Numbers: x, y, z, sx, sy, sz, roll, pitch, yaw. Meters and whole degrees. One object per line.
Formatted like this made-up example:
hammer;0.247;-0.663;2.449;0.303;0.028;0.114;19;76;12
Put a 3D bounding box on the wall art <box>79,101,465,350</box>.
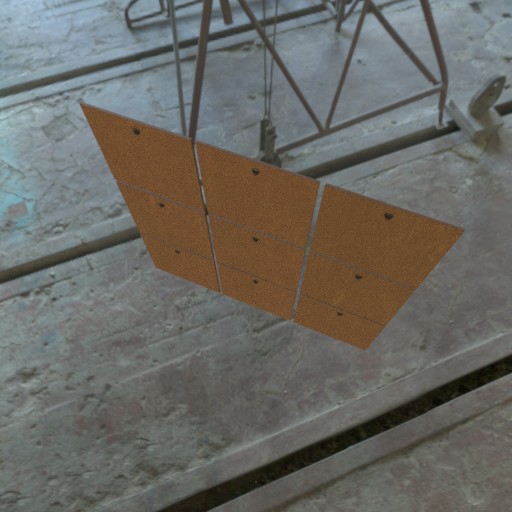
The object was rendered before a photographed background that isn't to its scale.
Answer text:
wall art;0.000;0.000;2.310;1.526;1.522;0.023;20;65;10
